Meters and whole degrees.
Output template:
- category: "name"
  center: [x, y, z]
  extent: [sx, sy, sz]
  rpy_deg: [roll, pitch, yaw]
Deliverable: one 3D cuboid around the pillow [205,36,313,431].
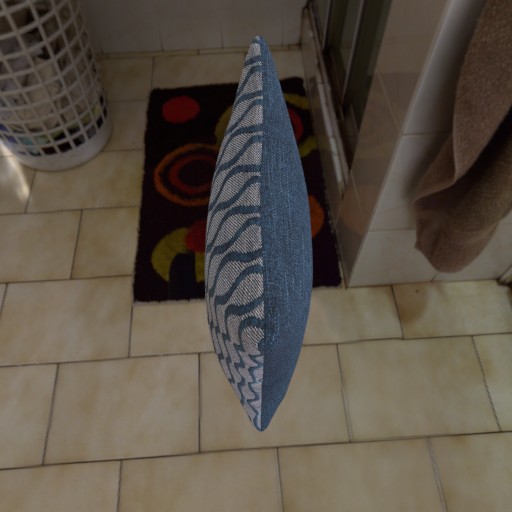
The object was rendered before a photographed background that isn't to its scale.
- category: "pillow"
  center: [0.000, 0.000, 0.665]
  extent: [0.159, 0.435, 0.435]
  rpy_deg: [-1, 60, -1]
